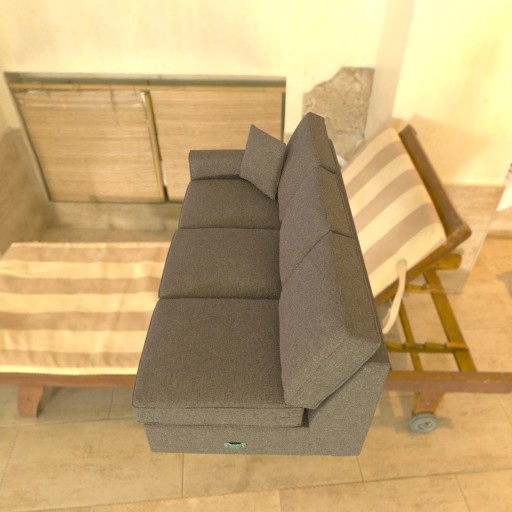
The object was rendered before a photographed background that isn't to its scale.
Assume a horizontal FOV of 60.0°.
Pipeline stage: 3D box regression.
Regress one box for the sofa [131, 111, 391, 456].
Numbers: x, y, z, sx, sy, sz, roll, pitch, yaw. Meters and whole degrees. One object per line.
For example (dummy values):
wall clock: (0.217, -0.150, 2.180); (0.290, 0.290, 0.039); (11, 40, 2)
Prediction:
sofa: (0.000, 0.000, 2.546); (1.034, 0.946, 1.963); (1, 40, 1)
